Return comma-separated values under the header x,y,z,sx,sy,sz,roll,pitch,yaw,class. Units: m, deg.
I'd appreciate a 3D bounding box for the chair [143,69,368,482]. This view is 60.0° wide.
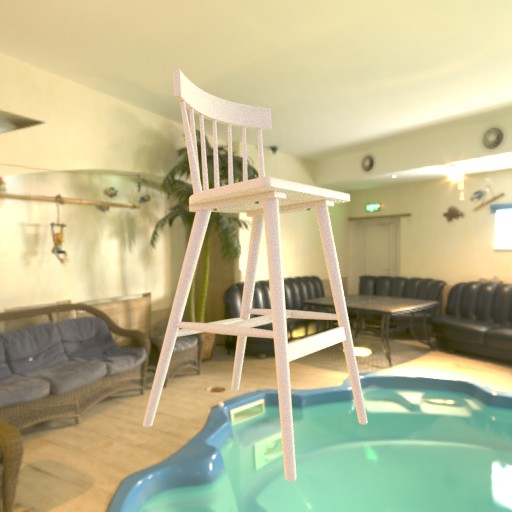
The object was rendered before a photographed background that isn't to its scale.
x,y,z,sx,sy,sz,roll,pitch,yaw,class
0.000,0.000,1.419,0.572,1.092,0.483,1,2,37,chair
